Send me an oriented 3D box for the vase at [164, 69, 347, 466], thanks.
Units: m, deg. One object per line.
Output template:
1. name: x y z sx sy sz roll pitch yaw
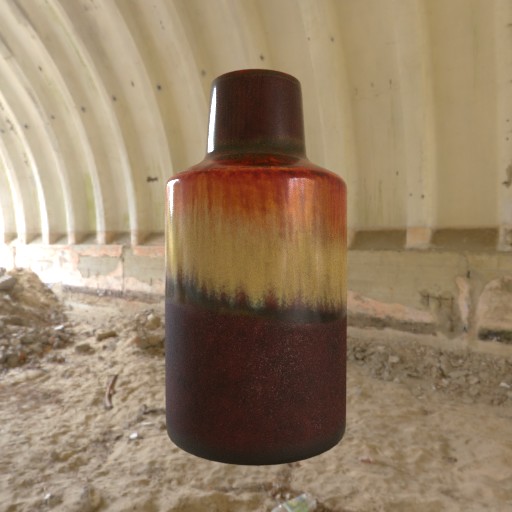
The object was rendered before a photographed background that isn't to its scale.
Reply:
1. vase: 0.000 0.000 0.267 0.108 0.204 0.108 0 2 0
